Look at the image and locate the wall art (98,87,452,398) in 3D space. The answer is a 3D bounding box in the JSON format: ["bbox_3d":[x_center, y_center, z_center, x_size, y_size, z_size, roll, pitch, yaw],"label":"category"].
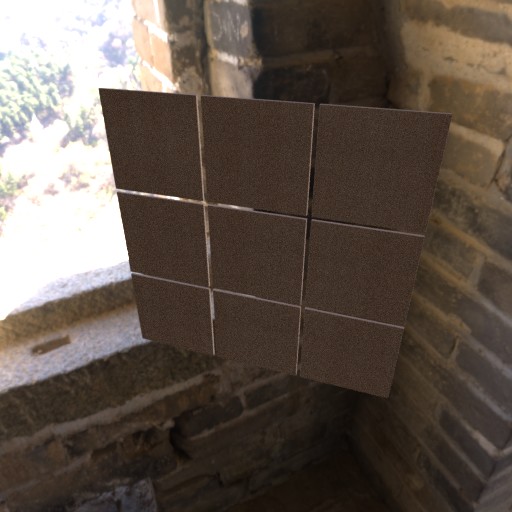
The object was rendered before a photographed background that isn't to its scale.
[{"bbox_3d":[0.000,0.000,1.788,1.219,1.218,0.013,10,33,16],"label":"wall art"}]
